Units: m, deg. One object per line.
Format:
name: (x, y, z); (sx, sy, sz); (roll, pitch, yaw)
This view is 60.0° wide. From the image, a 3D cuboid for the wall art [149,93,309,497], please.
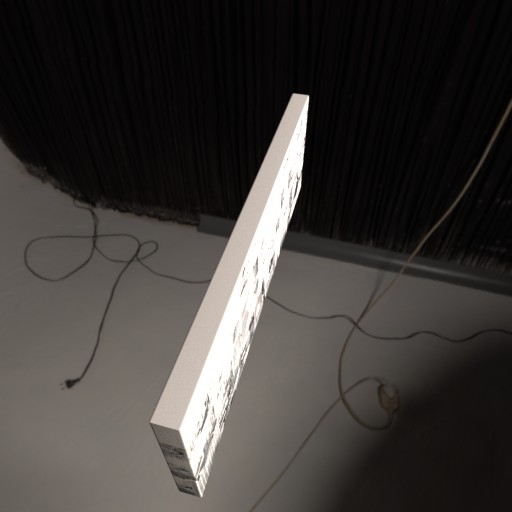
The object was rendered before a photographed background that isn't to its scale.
wall art: (0.000, 0.000, 0.821); (0.038, 0.255, 0.763); (11, 48, 10)
